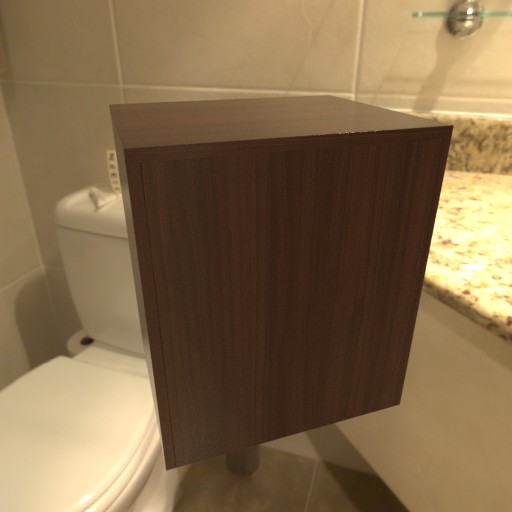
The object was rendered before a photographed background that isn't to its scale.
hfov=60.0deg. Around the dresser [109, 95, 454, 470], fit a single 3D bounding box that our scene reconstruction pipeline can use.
[{"bbox_3d":[0.000,0.000,0.753,0.400,0.470,0.360,-9,28,-17],"label":"dresser"}]
